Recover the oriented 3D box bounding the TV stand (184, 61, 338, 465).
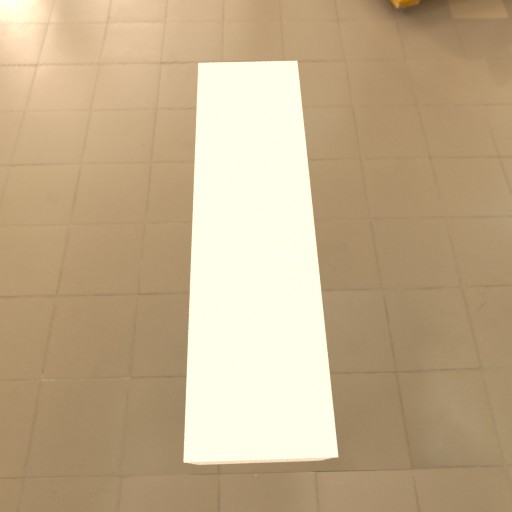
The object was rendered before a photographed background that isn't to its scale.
[{"bbox_3d":[0.000,0.000,1.653,0.401,0.560,1.398,-2,64,-1],"label":"TV stand"}]
